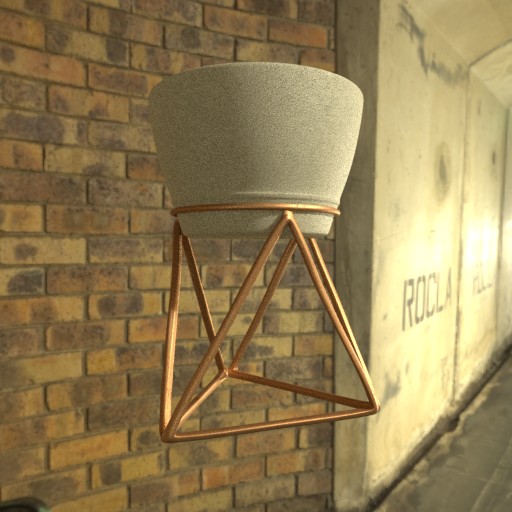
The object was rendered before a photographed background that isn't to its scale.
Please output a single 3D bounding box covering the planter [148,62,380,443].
[{"bbox_3d":[0.000,0.000,0.745,0.350,0.504,0.350,0,1,-19],"label":"planter"}]
